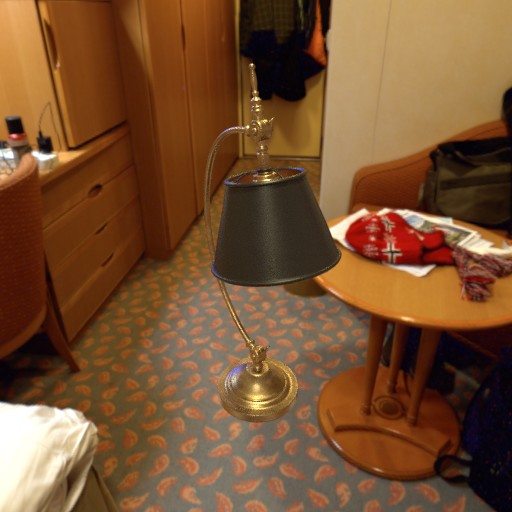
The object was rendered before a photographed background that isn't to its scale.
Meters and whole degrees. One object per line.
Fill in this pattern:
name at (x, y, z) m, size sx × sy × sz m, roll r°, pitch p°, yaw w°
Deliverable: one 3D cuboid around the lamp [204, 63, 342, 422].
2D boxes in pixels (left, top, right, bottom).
lamp at (0.000, 0.000, 0.846) m, size 0.235 × 0.675 × 0.344 m, roll -20°, pitch 35°, yaw -32°
